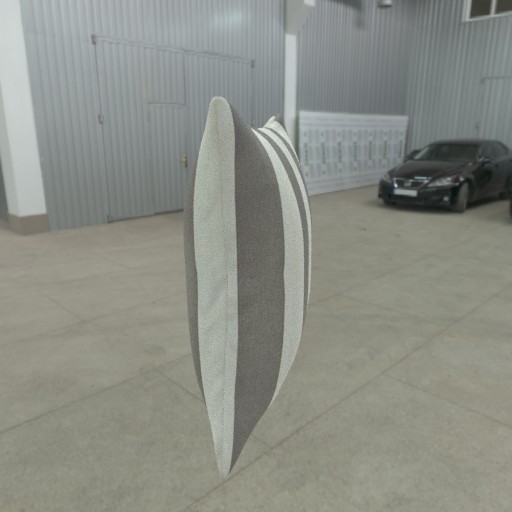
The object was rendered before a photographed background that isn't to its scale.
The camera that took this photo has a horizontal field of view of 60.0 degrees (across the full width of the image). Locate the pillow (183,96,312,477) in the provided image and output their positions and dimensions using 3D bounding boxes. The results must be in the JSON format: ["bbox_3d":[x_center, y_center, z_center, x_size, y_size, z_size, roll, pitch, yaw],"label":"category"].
[{"bbox_3d":[0.000,0.000,0.794,0.192,0.507,0.522,3,16,10],"label":"pillow"}]
